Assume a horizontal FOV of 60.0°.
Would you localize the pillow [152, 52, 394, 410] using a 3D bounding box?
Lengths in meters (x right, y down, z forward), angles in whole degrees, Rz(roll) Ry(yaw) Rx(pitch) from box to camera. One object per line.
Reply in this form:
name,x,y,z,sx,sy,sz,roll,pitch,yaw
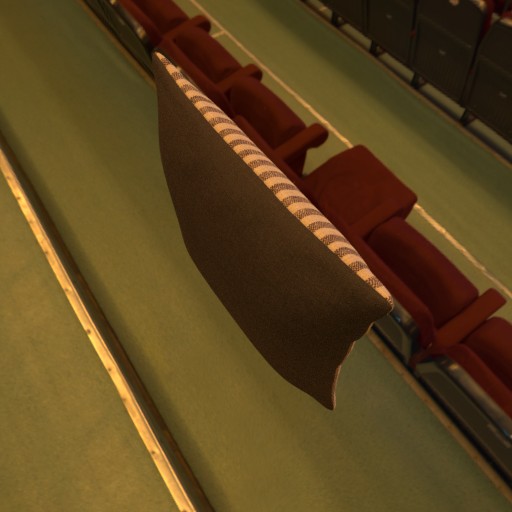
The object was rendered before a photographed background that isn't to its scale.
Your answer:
pillow,0.000,0.000,0.781,0.166,0.506,0.523,-31,64,-17
